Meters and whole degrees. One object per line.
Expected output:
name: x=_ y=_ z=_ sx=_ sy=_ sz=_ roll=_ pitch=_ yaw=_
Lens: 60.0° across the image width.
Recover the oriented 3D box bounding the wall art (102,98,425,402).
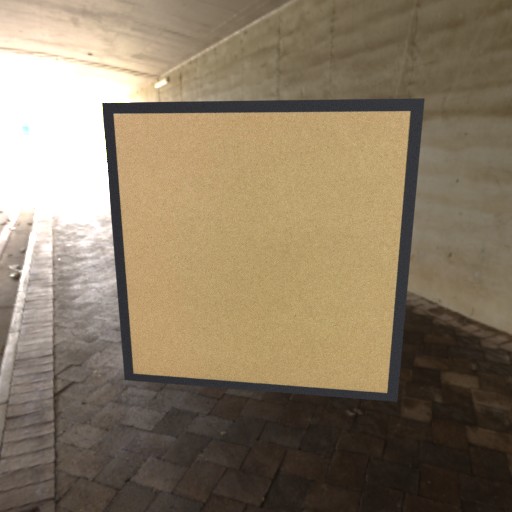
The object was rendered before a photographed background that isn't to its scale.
wall art: x=0.000 y=0.000 z=1.150 sx=0.762 sy=0.760 sz=0.037 roll=2 pitch=15 yaw=8
